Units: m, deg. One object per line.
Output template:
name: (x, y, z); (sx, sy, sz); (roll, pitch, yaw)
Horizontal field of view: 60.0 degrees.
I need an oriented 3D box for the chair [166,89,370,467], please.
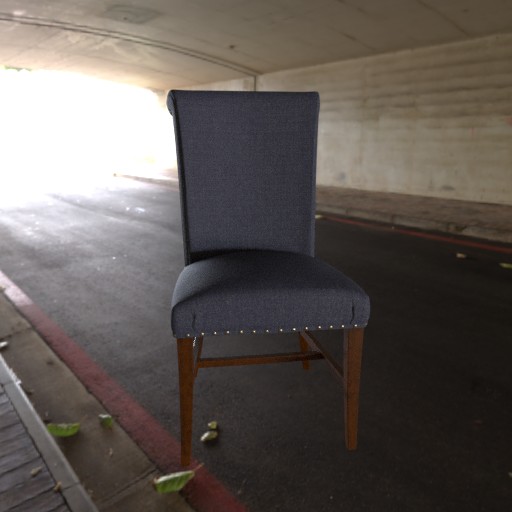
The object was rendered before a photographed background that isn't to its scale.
chair: (0.000, 0.000, 1.343); (0.513, 0.988, 0.608); (-2, 15, -8)
